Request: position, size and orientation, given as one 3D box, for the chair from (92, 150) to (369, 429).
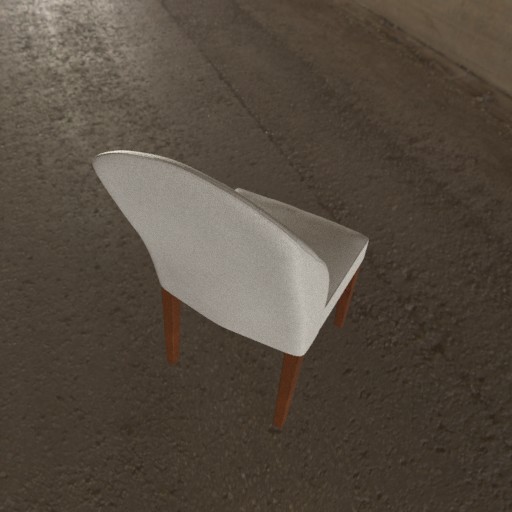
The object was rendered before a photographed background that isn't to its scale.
[{"bbox_3d":[0.000,0.000,1.210,0.472,0.893,0.540,24,50,22],"label":"chair"}]
